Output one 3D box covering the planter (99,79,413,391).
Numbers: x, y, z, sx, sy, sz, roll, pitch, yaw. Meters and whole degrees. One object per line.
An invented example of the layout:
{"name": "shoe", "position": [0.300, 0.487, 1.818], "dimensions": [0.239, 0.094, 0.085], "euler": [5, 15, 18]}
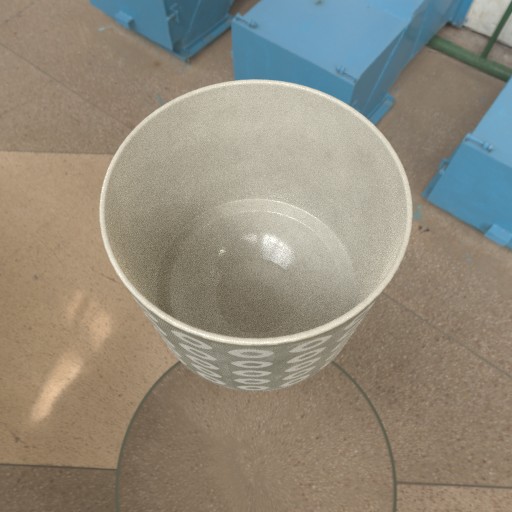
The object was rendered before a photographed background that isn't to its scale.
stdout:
{"name": "planter", "position": [0.000, 0.000, 0.352], "dimensions": [0.190, 0.181, 0.190], "euler": [0, 64, 0]}
